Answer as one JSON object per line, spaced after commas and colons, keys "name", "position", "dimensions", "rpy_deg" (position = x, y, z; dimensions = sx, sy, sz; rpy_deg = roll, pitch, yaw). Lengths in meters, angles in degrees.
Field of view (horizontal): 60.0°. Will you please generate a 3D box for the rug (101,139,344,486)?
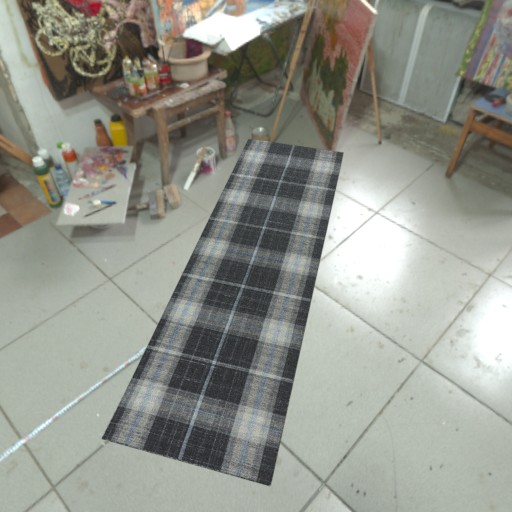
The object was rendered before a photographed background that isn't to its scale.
{"name": "rug", "position": [0.000, 0.000, 2.660], "dimensions": [0.760, 0.012, 2.434], "rpy_deg": [11, 48, 10]}
